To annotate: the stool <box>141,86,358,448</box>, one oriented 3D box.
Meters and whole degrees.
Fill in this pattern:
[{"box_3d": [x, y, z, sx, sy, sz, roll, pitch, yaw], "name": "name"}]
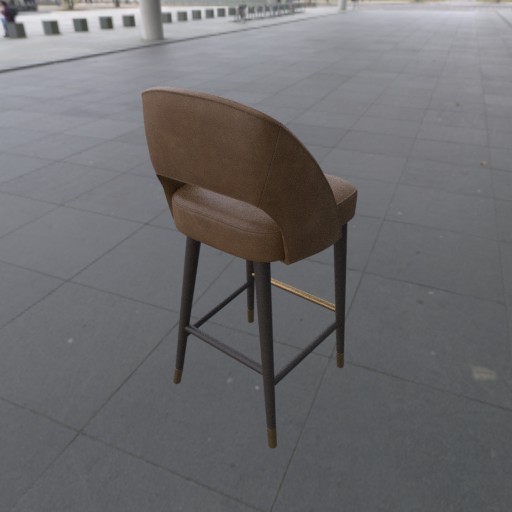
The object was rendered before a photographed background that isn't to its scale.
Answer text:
[{"box_3d": [0.000, 0.000, 1.350, 0.494, 1.037, 0.509, 22, 37, 32], "name": "stool"}]
